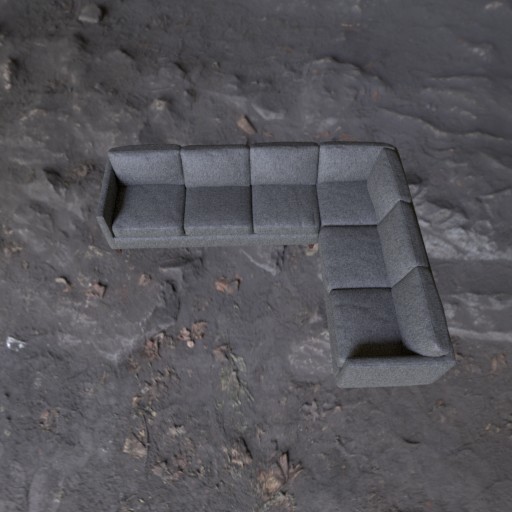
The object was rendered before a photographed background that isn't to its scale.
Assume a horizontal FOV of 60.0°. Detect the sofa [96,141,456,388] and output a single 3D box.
[{"bbox_3d":[0.000,0.000,4.537,3.302,0.947,2.593,-1,58,-1],"label":"sofa"}]
